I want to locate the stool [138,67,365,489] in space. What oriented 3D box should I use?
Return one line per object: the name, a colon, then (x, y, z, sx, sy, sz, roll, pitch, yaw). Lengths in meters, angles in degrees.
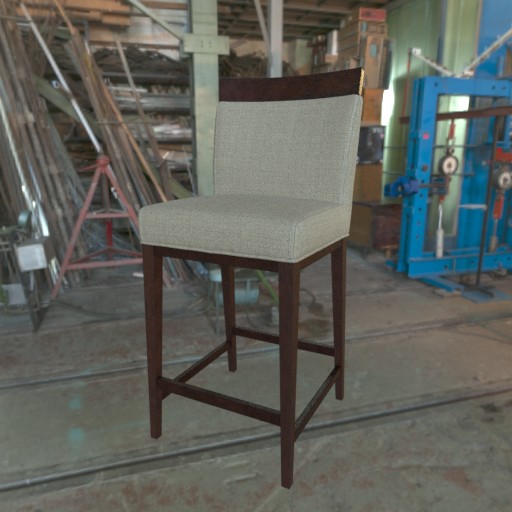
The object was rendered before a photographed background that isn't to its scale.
stool: (0.000, 0.000, 1.248, 0.463, 1.011, 0.480, 7, 16, 27)
